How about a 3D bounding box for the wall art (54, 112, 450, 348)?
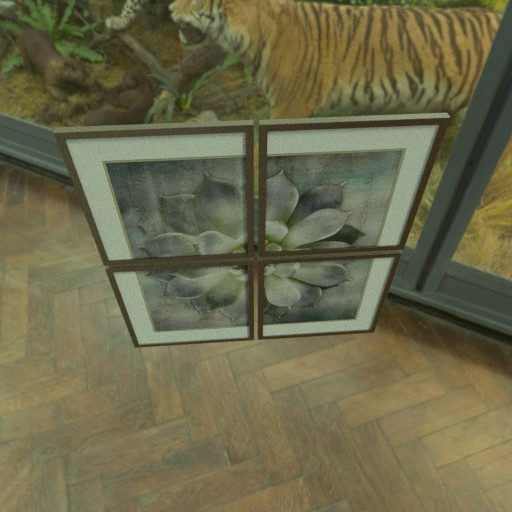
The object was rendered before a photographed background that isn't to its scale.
[{"bbox_3d":[0.000,0.000,1.537,1.032,1.032,0.030,-3,47,-3],"label":"wall art"}]
